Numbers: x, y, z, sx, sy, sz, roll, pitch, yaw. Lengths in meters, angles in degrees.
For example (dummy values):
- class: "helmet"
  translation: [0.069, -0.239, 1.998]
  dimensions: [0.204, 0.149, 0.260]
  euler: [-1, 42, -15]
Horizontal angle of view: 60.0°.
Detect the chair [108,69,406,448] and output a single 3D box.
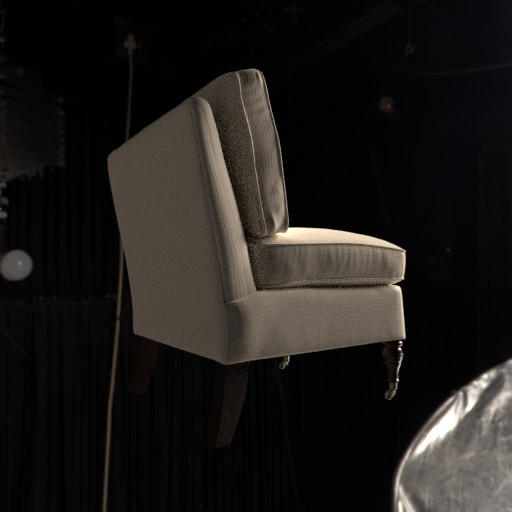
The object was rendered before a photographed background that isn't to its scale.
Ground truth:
- class: "chair"
  translation: [0.000, 0.000, 1.418]
  dimensions: [0.781, 0.887, 0.630]
  euler: [1, -2, -35]
